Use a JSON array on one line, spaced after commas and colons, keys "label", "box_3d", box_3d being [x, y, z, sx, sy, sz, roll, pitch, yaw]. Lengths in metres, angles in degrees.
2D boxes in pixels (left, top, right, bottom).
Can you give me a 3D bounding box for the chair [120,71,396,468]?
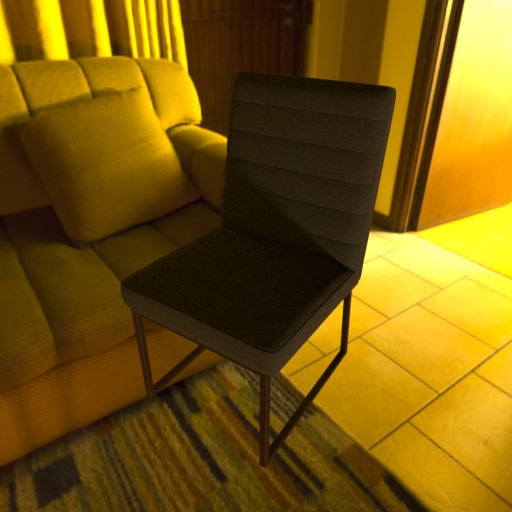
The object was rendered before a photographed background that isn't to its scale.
[{"label": "chair", "box_3d": [0.000, 0.000, 1.319, 0.520, 0.930, 0.634, 19, 36, 29]}]
